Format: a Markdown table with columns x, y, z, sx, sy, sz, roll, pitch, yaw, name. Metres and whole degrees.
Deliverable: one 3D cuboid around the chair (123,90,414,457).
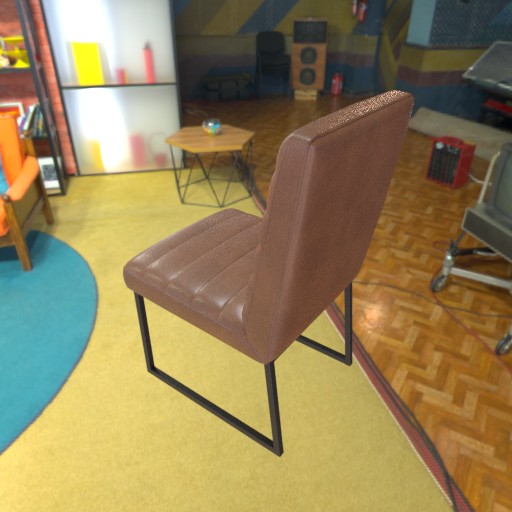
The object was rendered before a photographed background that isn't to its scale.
| x | y | z | sx | sy | sz | roll | pitch | yaw | name |
| --- | --- | --- | --- | --- | --- | --- | --- | --- | --- |
| 0.000 | 0.000 | 1.310 | 0.634 | 0.930 | 0.520 | 21 | 37 | 31 | chair |
